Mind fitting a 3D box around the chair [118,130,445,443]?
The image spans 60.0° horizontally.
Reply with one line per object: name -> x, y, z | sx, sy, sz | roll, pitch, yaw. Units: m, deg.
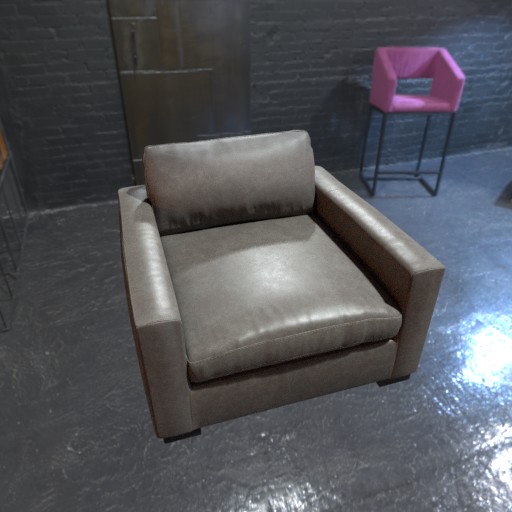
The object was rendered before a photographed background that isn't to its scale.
chair -> 0.000, 0.000, 1.901 | 1.106, 0.807, 1.080 | -9, 33, -15
